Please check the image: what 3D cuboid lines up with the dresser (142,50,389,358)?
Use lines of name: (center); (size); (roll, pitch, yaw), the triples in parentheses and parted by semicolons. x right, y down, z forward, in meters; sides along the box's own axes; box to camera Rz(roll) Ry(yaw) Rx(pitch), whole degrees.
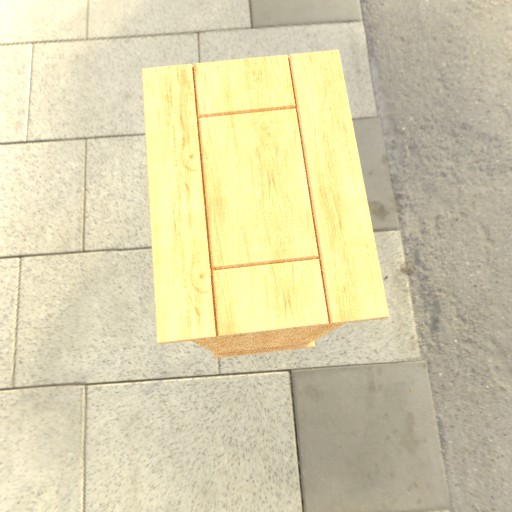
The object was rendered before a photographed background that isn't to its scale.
dresser: (0.000, 0.000, 1.308); (0.390, 1.041, 0.531); (-6, 75, -2)
